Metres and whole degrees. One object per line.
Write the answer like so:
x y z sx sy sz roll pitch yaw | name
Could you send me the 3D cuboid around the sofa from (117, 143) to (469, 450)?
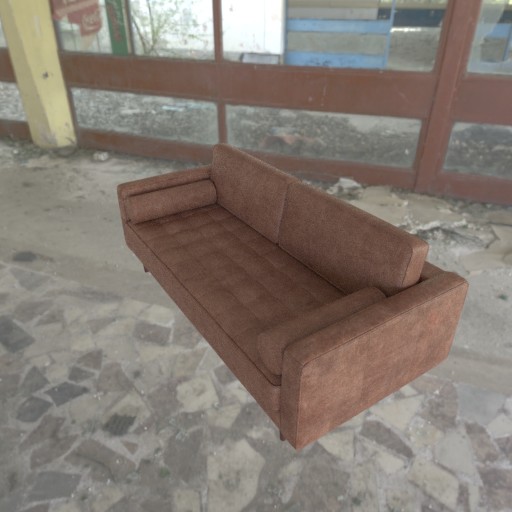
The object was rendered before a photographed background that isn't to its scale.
0.000 0.000 2.361 0.910 0.760 1.870 -19 35 -28 | sofa
